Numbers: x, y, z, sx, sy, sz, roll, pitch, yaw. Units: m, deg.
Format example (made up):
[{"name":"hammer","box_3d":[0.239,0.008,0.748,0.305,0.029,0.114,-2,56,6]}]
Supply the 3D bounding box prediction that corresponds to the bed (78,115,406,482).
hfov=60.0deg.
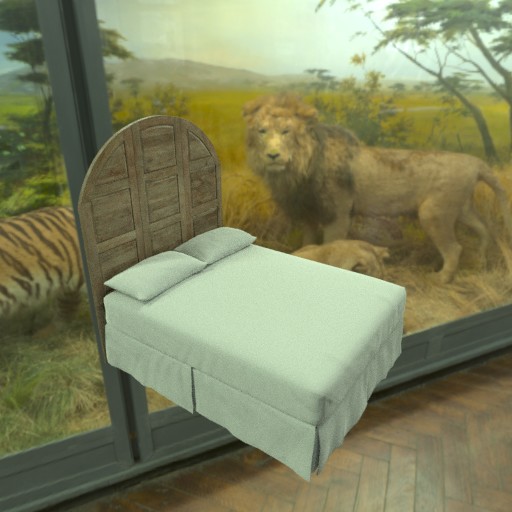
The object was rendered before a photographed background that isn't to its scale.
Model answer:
[{"name":"bed","box_3d":[0.000,0.000,3.524,2.112,2.002,1.713,16,29,31]}]
